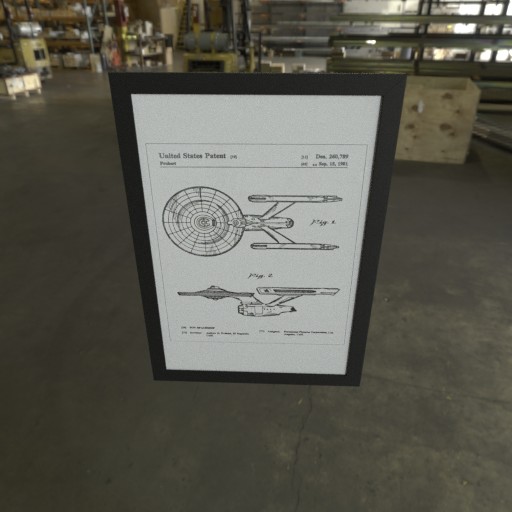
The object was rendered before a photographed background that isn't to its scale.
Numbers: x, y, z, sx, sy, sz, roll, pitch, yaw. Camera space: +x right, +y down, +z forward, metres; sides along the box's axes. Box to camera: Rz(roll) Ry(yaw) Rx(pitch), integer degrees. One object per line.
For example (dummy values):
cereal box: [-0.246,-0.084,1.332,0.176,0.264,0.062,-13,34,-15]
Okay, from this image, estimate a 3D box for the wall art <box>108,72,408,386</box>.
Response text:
wall art: [0.000,0.000,0.690,0.379,0.530,0.008,1,29,2]
